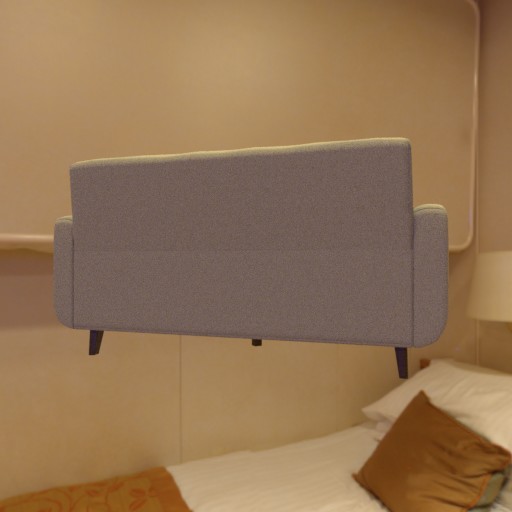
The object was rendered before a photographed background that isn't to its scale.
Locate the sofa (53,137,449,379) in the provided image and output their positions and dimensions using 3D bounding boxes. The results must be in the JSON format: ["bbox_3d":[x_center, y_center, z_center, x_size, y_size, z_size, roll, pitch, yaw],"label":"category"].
[{"bbox_3d":[0.000,0.000,2.177,1.655,0.892,0.980,0,0,17],"label":"sofa"}]
